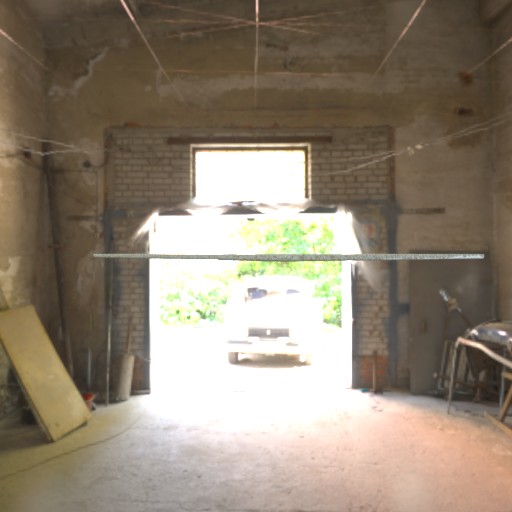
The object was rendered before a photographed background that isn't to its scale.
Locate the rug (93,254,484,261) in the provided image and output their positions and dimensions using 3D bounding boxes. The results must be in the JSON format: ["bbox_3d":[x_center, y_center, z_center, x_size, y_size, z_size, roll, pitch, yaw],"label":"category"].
[{"bbox_3d":[0.000,0.000,3.003,1.500,0.026,2.349,0,0,-36],"label":"rug"}]
